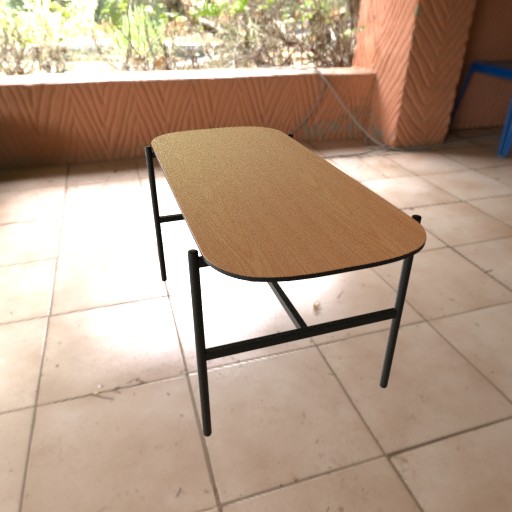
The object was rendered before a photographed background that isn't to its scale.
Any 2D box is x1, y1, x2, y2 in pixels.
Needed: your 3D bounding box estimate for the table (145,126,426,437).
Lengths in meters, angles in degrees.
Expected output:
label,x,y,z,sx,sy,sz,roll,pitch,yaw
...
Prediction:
label,x,y,z,sx,sy,sz,roll,pitch,yaw
table,0.000,0.000,1.031,0.400,0.400,0.800,-9,31,-16
